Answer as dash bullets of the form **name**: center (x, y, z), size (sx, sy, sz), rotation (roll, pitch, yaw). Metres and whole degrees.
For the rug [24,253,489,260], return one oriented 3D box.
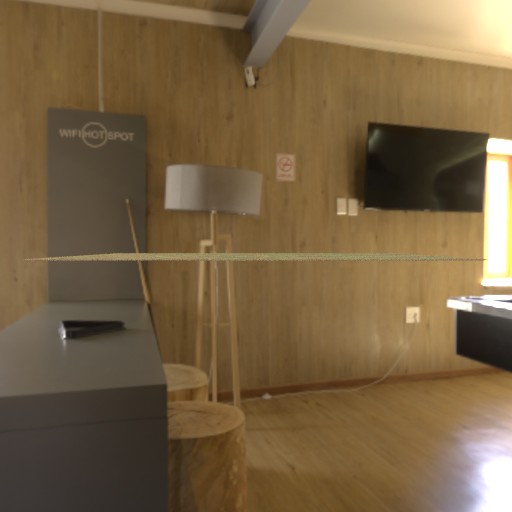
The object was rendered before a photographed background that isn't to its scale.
- **rug**: center (0.000, 0.000, 2.939), size (2.286, 0.006, 1.524), rotation (0, 1, -1)
